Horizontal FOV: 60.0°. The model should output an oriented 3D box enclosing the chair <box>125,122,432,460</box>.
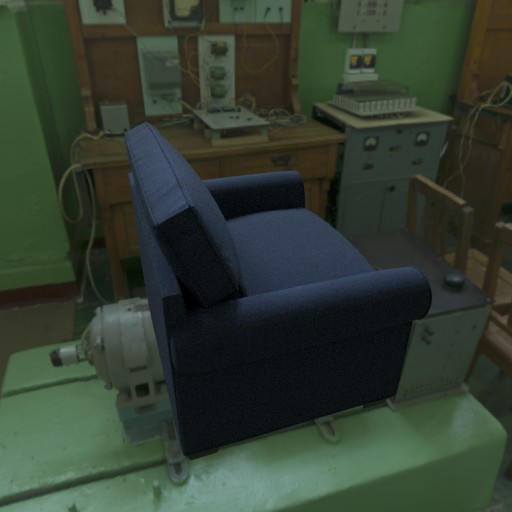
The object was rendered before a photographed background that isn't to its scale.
[{"bbox_3d":[0.000,0.000,1.997,0.963,1.044,1.285,-10,32,-16],"label":"chair"}]
